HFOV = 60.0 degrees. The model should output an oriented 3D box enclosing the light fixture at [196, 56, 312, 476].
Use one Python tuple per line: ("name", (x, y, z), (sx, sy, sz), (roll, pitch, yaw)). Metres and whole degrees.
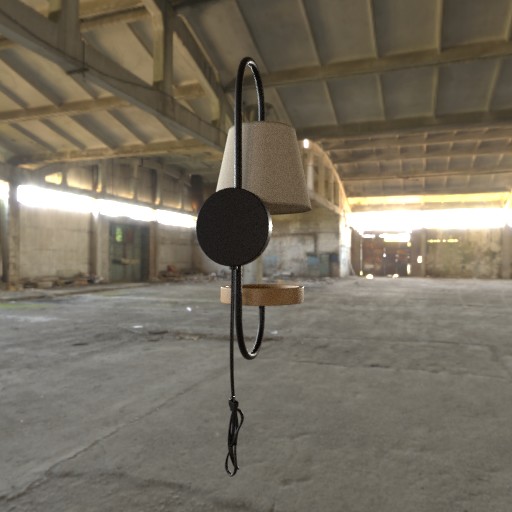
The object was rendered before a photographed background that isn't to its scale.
("light fixture", (0.000, 0.000, 0.949), (0.220, 0.821, 0.299), (0, 0, 20))
